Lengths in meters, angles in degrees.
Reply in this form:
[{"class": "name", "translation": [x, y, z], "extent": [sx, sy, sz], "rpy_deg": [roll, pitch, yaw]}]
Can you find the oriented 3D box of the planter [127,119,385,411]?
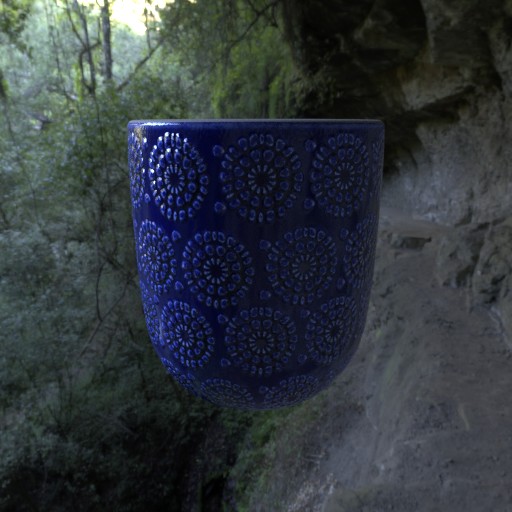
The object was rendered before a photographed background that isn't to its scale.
[{"class": "planter", "translation": [0.000, 0.000, 0.353], "extent": [0.184, 0.206, 0.184], "rpy_deg": [0, 16, 0]}]
